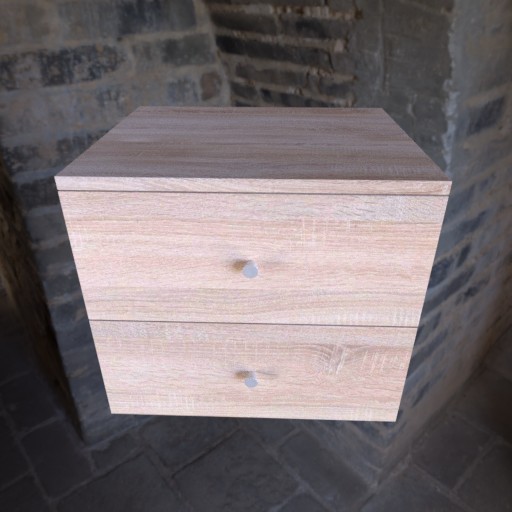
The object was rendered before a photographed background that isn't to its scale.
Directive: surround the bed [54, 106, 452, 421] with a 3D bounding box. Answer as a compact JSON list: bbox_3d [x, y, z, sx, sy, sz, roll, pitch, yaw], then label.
[{"bbox_3d":[0.000,0.000,0.774,0.460,0.420,0.401,1,30,2],"label":"bed"}]
